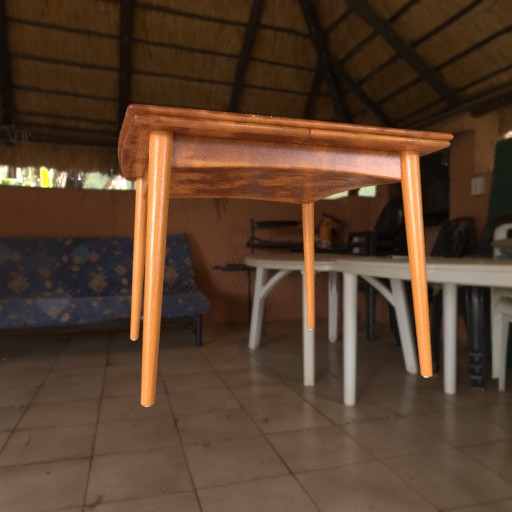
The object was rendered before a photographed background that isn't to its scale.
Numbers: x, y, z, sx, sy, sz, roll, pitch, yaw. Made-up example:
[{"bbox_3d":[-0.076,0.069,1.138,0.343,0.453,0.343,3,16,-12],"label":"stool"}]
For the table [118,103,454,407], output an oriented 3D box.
[{"bbox_3d":[0.000,0.000,1.672,0.991,0.754,0.991,0,1,-18],"label":"table"}]
